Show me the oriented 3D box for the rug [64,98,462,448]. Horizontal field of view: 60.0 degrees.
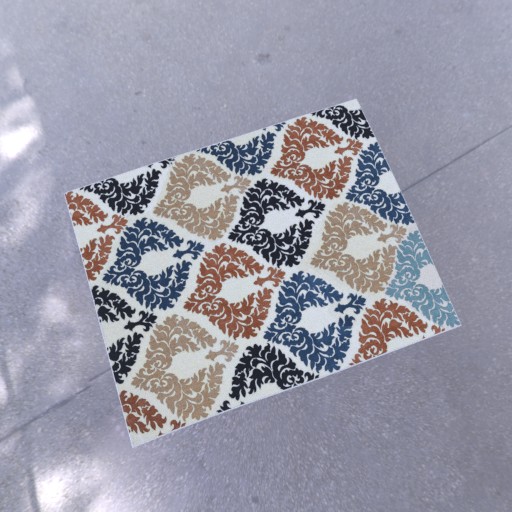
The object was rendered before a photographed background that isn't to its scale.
[{"bbox_3d":[0.000,0.000,4.083,3.040,0.014,2.423,-19,77,-5],"label":"rug"}]
